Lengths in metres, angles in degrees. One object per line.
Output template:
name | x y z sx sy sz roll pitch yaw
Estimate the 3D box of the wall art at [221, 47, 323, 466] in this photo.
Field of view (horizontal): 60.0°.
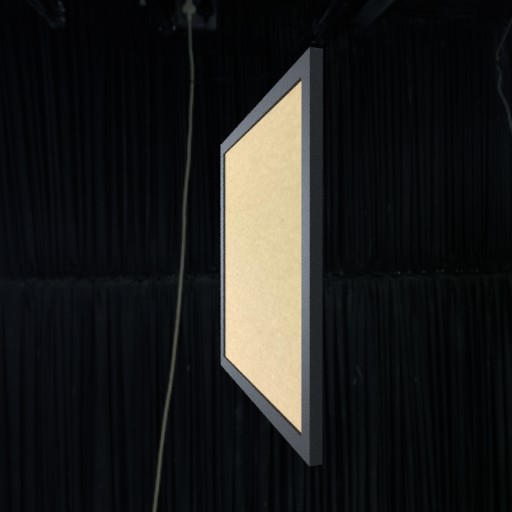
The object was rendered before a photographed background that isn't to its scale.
wall art | 0.000 0.000 0.550 0.012 0.357 0.358 0 1 -17
